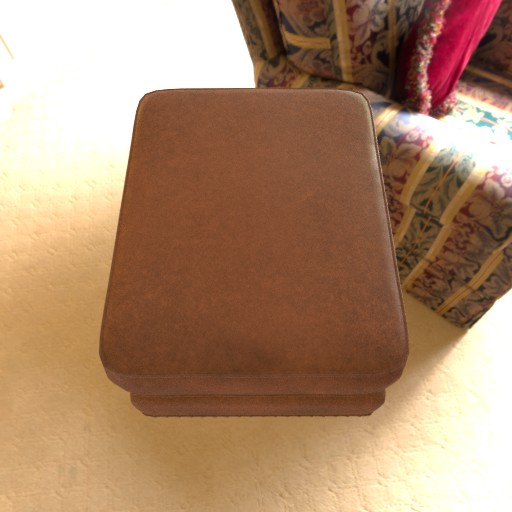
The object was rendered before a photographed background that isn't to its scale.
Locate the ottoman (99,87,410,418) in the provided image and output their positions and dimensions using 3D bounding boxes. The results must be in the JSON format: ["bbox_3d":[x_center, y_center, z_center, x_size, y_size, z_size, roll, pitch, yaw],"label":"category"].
[{"bbox_3d":[0.000,0.000,1.122,0.589,0.537,0.738,0,63,0],"label":"ottoman"}]
